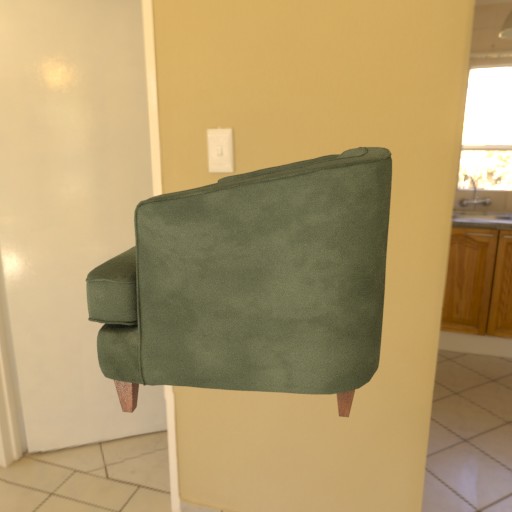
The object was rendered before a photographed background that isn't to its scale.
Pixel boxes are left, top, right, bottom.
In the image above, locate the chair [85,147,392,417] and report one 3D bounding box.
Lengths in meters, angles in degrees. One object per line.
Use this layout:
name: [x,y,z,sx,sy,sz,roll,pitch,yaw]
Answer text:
chair: [0.000,0.000,1.785,0.941,0.852,1.104,2,14,9]
